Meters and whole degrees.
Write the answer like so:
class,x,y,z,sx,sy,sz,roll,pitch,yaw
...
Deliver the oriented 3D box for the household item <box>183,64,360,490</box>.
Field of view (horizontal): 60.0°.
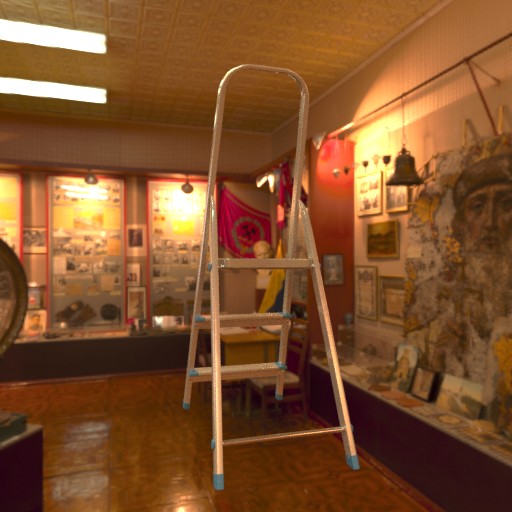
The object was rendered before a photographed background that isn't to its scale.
class,x,y,z,sx,sy,sz,roll,pitch,yaw
household item,0.000,0.000,1.534,0.420,1.215,0.687,0,0,-16
